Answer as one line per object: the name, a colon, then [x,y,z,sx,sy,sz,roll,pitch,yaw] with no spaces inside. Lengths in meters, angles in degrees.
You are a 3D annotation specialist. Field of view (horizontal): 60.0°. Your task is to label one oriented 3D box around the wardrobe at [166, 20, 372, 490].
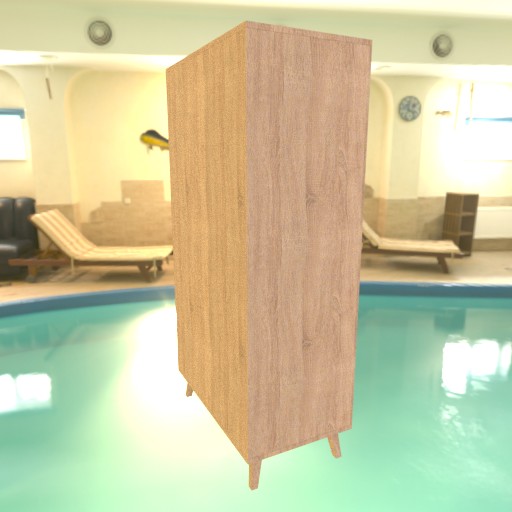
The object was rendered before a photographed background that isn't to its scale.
wardrobe: [0.000,0.000,2.341,0.600,1.960,1.000,-6,14,-27]
